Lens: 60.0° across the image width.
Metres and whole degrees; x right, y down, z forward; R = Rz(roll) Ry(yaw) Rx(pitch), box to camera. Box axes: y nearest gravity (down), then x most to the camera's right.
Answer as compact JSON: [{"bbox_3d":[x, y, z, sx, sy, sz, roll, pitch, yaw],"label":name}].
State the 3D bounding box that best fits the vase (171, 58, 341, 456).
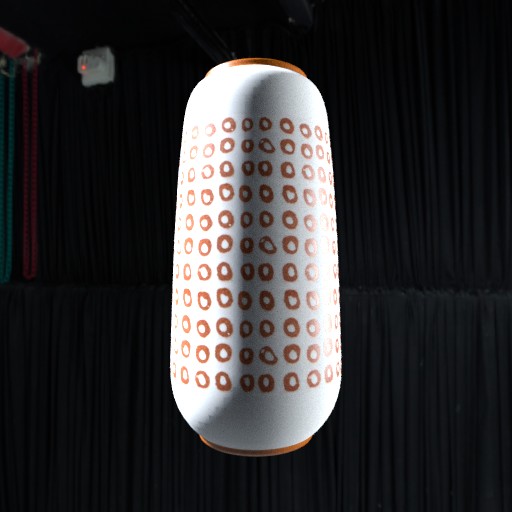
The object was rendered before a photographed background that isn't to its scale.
[{"bbox_3d":[0.000,0.000,0.354,0.133,0.282,0.133,0,-1,0],"label":"vase"}]
